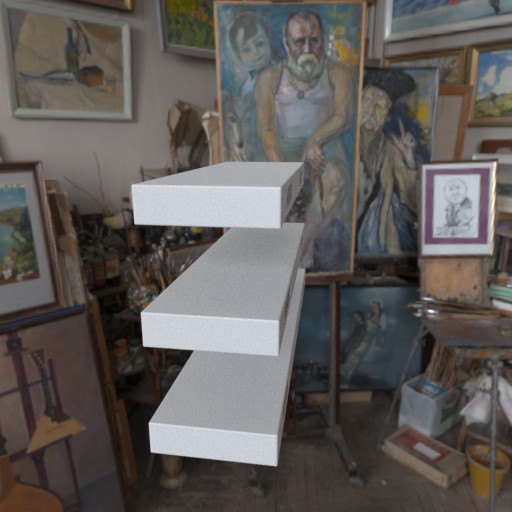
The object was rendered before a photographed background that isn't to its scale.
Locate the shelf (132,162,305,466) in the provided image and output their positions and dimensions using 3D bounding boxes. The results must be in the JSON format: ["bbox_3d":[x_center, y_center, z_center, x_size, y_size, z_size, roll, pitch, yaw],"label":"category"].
[{"bbox_3d":[0.000,0.000,0.730,0.140,0.293,0.610,2,15,9],"label":"shelf"}]
